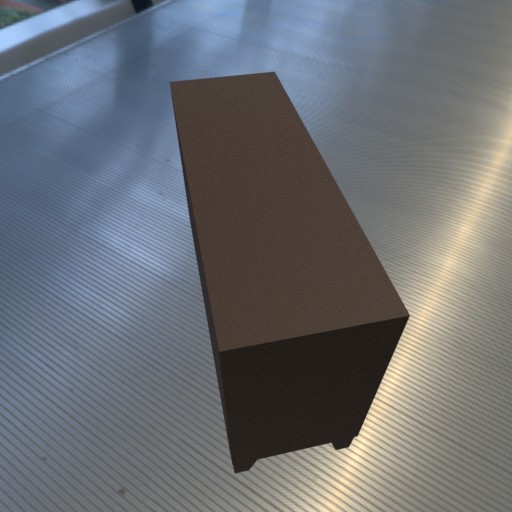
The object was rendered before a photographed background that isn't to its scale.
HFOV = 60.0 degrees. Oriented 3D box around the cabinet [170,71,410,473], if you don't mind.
[{"bbox_3d":[0.000,0.000,1.870,0.482,0.914,1.396,-9,48,-8],"label":"cabinet"}]
